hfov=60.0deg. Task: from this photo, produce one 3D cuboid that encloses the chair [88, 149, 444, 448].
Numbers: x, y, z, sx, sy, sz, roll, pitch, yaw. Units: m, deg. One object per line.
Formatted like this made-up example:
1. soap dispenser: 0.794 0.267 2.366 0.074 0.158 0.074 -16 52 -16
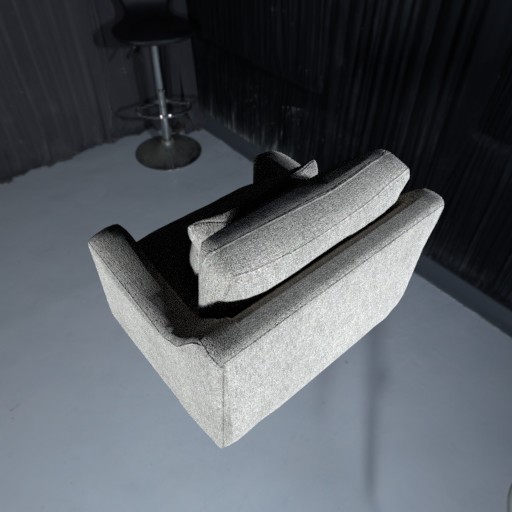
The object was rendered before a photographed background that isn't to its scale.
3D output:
1. chair: 0.000 0.000 1.968 1.138 1.037 1.009 -32 53 -27
